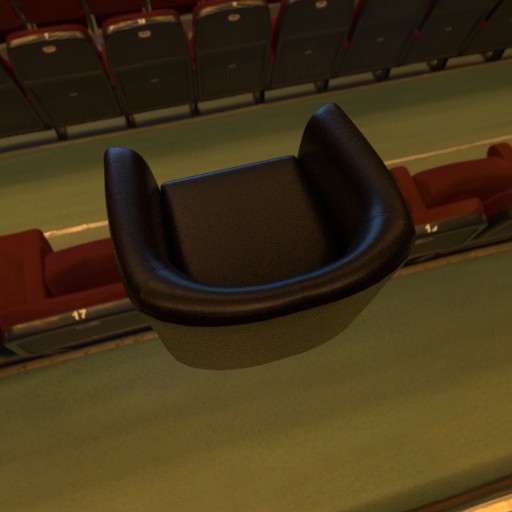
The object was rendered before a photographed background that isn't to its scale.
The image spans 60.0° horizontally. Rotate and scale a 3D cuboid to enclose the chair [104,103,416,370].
[{"bbox_3d":[0.000,0.000,1.443,0.793,0.756,0.727,-14,60,-8],"label":"chair"}]
